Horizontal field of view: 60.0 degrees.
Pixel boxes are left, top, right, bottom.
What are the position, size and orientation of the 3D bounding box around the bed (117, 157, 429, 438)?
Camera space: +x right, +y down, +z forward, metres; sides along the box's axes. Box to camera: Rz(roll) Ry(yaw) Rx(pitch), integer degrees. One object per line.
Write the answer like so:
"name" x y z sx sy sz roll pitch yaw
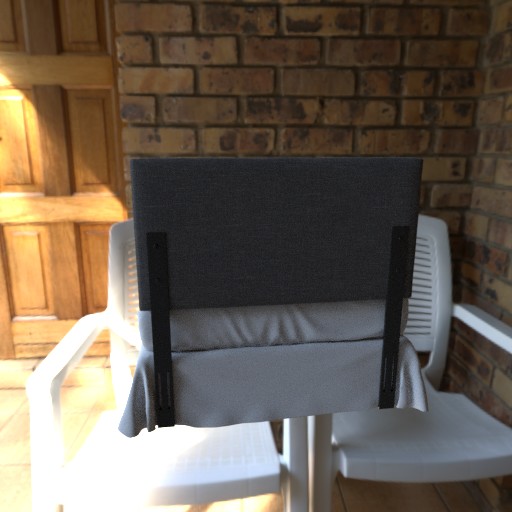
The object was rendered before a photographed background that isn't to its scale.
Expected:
"bed" 0.000 0.000 3.550 1.936 1.577 2.222 -2 14 -8
